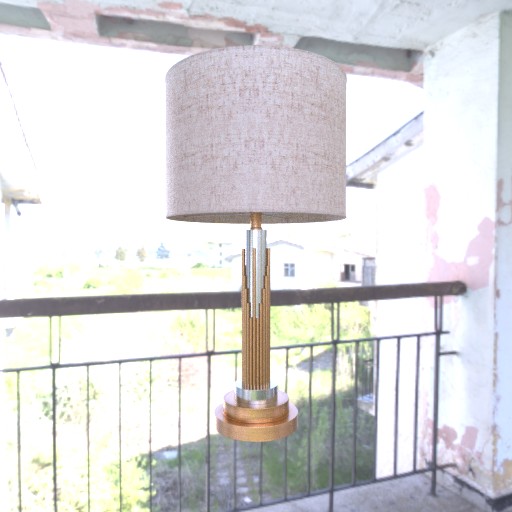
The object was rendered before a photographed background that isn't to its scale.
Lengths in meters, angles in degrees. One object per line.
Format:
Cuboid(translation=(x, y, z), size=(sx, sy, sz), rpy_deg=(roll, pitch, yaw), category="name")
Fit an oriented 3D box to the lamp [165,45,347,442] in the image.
Cuboid(translation=(0.000, 0.000, 0.801), size=(0.321, 0.610, 0.321), rpy_deg=(0, 1, -18), category="lamp")
